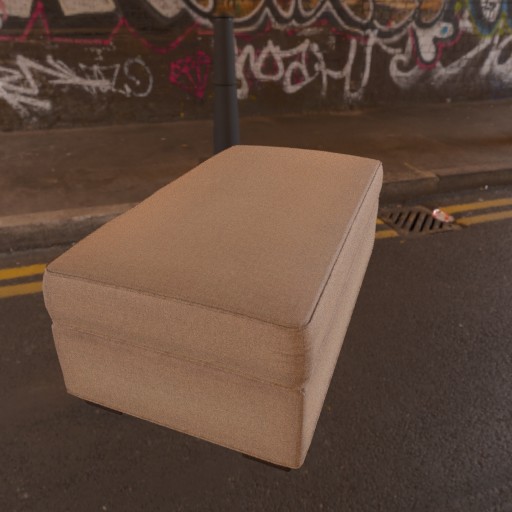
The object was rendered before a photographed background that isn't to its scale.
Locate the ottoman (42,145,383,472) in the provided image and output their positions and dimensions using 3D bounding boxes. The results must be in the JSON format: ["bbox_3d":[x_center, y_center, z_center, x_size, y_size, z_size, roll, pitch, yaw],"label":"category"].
[{"bbox_3d":[0.000,0.000,1.378,0.617,0.448,1.097,11,31,18],"label":"ottoman"}]
